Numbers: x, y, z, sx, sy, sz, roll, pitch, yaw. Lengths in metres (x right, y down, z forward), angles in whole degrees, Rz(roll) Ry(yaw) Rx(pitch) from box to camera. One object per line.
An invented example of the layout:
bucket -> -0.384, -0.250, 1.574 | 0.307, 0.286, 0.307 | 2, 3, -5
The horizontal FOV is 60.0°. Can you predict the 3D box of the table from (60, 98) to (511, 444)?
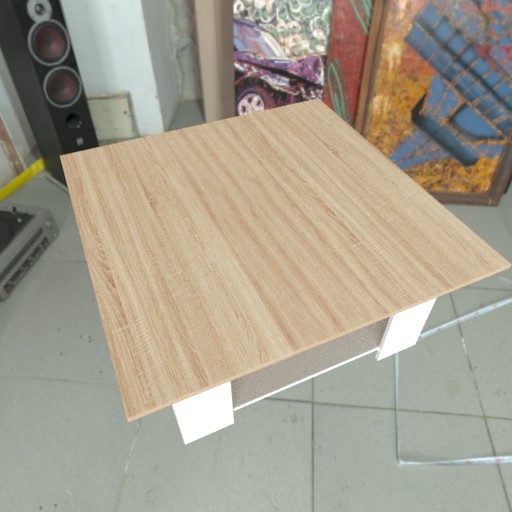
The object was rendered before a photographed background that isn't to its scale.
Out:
table -> 0.000, 0.000, 0.993 | 0.670, 0.305, 0.670 | -18, 49, -17
